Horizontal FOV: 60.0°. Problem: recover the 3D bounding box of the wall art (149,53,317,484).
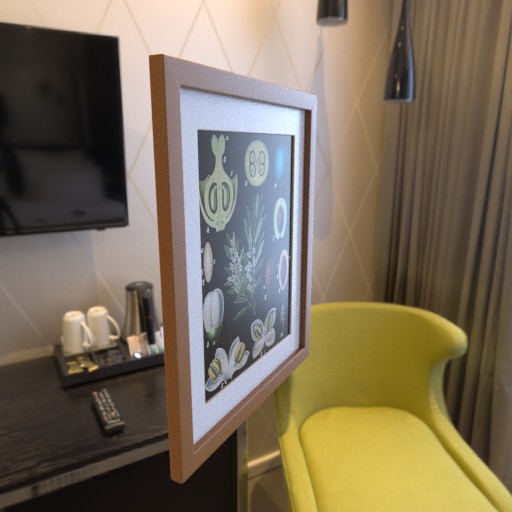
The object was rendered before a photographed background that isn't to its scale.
[{"bbox_3d":[0.000,0.000,0.510,0.015,0.379,0.310,8,16,28],"label":"wall art"}]
